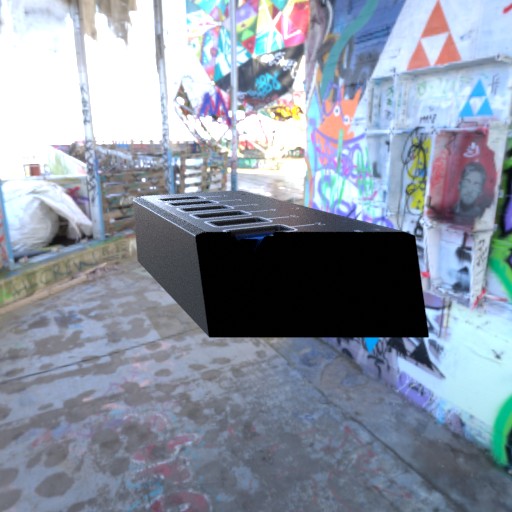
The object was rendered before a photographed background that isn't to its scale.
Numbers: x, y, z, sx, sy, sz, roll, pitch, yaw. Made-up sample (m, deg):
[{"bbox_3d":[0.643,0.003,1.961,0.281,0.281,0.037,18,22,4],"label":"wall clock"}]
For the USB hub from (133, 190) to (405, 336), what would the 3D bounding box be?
[{"bbox_3d":[0.000,0.000,0.124,0.044,0.023,0.110,-8,17,-26],"label":"USB hub"}]
